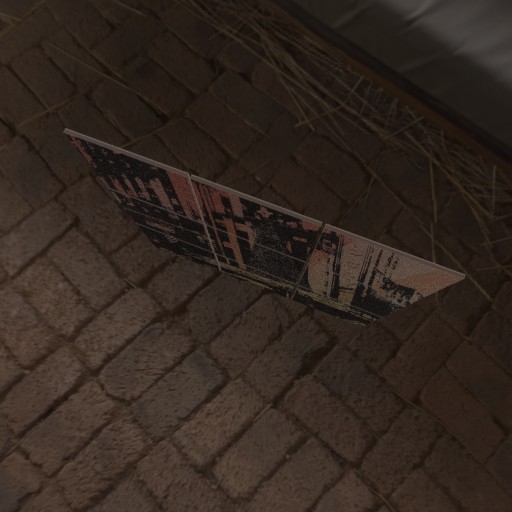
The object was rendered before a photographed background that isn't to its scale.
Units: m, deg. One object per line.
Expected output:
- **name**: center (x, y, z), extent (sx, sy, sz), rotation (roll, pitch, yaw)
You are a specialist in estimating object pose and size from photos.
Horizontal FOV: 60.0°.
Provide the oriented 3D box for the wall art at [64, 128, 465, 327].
- **wall art**: center (0.000, 0.000, 2.307), extent (1.527, 1.521, 0.017), rotation (21, 76, 5)
